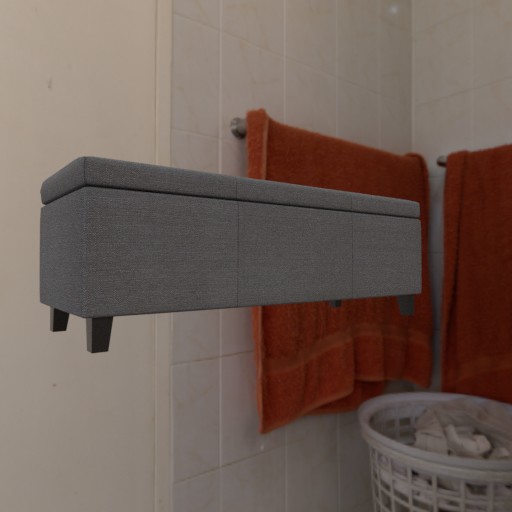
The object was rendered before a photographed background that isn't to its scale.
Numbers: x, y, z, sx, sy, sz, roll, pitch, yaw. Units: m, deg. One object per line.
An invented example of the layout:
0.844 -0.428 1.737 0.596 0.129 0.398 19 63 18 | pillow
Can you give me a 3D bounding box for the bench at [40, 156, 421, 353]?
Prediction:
0.000 0.000 1.482 1.269 0.438 0.446 1 -1 -37 | bench
